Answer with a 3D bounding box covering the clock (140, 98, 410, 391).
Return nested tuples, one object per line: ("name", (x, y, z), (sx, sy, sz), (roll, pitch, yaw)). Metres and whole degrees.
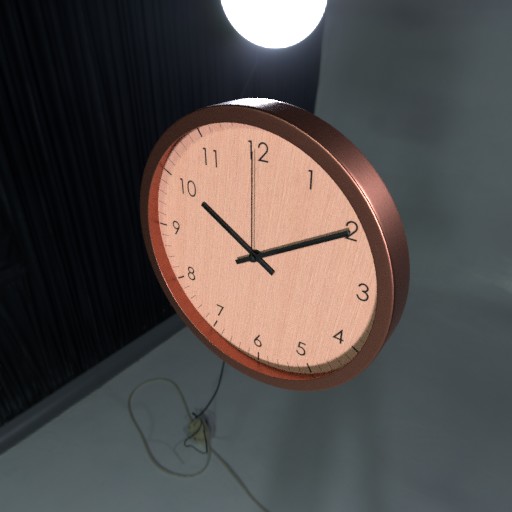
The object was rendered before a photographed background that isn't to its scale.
("clock", (0.000, 0.000, 0.471), (0.313, 0.313, 0.040), (19, 35, 30))
